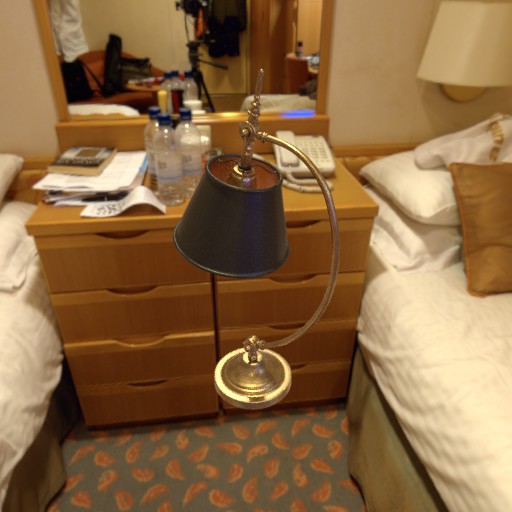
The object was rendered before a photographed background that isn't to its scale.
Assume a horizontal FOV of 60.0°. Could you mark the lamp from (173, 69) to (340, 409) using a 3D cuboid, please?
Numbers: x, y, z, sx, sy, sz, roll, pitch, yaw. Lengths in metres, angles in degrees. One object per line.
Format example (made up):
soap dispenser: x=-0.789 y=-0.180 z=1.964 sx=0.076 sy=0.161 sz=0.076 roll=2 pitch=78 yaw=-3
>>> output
lamp: x=0.000 y=0.000 z=0.861 sx=0.344 sy=0.675 sz=0.235 roll=20 pitch=35 yaw=31
